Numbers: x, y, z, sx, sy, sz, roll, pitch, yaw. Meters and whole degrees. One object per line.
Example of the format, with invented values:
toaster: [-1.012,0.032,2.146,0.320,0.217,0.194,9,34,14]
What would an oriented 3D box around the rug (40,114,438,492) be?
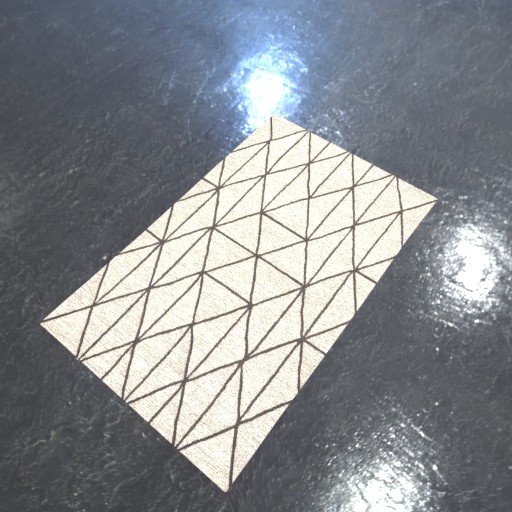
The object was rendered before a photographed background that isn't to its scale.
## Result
rug: [0.000,0.000,3.049,1.526,0.008,2.465,34,64,19]
